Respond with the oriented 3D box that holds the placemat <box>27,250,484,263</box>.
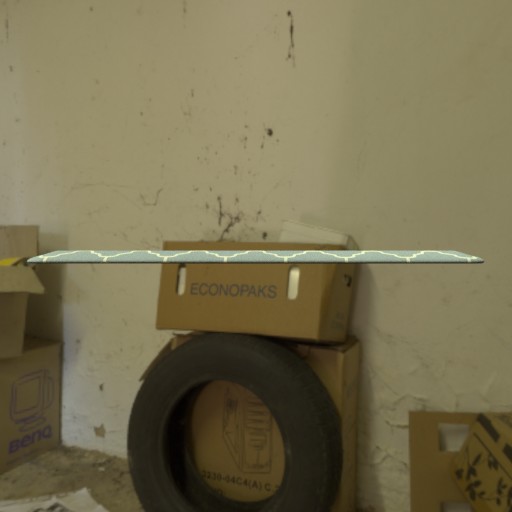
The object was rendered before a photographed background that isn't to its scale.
[{"bbox_3d":[0.000,0.000,0.962,0.762,0.021,0.508,0,0,0],"label":"placemat"}]
